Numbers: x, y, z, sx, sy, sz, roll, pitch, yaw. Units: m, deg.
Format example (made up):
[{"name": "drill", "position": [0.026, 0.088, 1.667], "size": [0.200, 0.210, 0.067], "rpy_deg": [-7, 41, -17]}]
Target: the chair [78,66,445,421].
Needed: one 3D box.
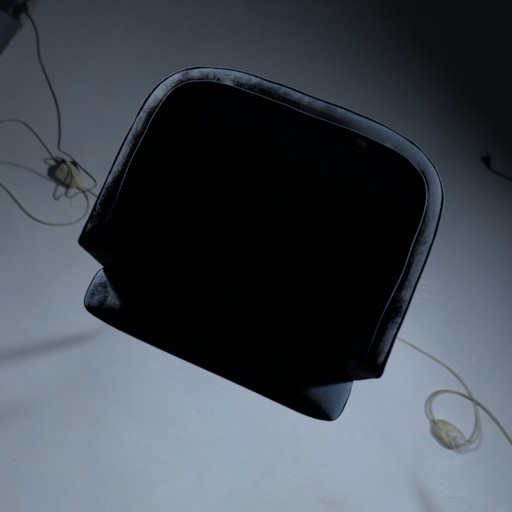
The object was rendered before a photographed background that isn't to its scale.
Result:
[{"name": "chair", "position": [0.000, 0.000, 1.723], "size": [1.094, 0.852, 0.940], "rpy_deg": [23, 76, 6]}]
